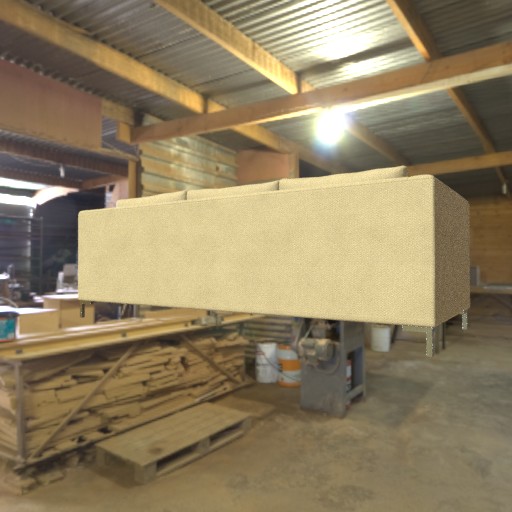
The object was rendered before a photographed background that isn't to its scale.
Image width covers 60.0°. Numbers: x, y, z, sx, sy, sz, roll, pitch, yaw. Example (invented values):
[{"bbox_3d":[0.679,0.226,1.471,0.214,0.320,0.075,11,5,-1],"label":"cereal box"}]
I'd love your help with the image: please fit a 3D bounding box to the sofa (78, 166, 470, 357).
[{"bbox_3d":[0.000,0.000,2.893,2.415,0.867,0.969,-1,-1,34],"label":"sofa"}]
